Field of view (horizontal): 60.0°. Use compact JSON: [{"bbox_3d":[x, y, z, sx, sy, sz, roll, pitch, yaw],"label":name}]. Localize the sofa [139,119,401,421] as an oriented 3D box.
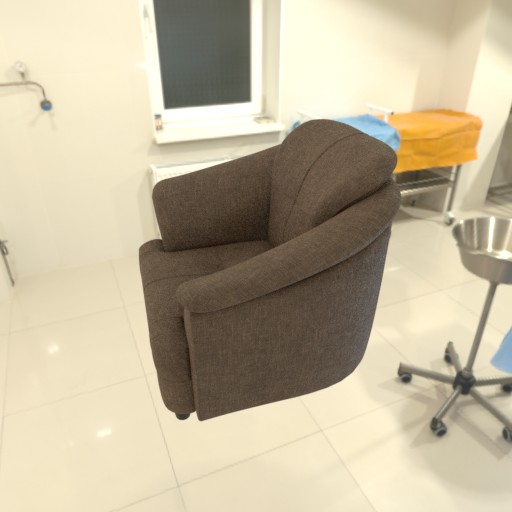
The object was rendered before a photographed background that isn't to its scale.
[{"bbox_3d":[0.000,0.000,1.552,0.794,0.811,0.870,-8,31,-14],"label":"sofa"}]
